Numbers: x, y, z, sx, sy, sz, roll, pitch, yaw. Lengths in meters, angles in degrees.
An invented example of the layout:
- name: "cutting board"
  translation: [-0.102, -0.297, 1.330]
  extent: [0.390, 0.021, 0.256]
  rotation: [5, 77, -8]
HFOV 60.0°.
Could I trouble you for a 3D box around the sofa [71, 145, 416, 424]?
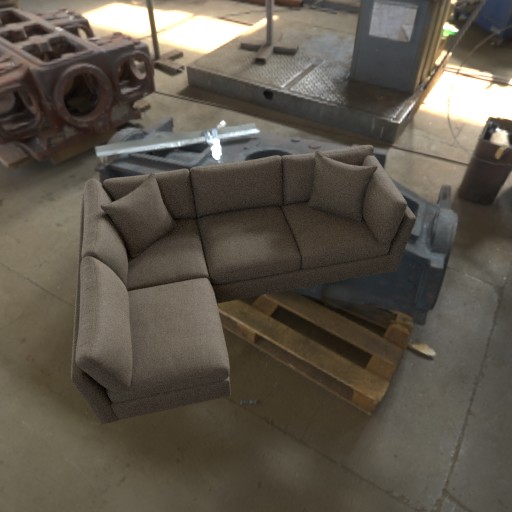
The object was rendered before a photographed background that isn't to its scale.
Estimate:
- name: "sofa"
  translation: [0.000, 0.000, 3.848]
  extent: [2.896, 0.978, 1.994]
  rotation: [-10, 46, -9]
